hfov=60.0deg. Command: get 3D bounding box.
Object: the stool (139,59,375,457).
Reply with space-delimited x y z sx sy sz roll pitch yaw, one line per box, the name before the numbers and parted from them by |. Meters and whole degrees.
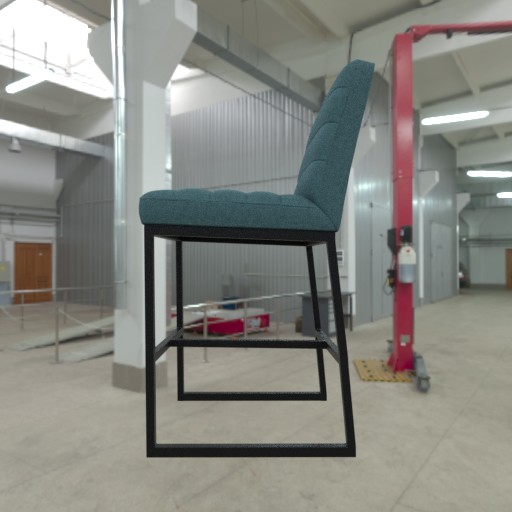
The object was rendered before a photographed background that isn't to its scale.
stool | 0.000 0.000 1.251 0.560 0.940 0.460 0 -1 0
